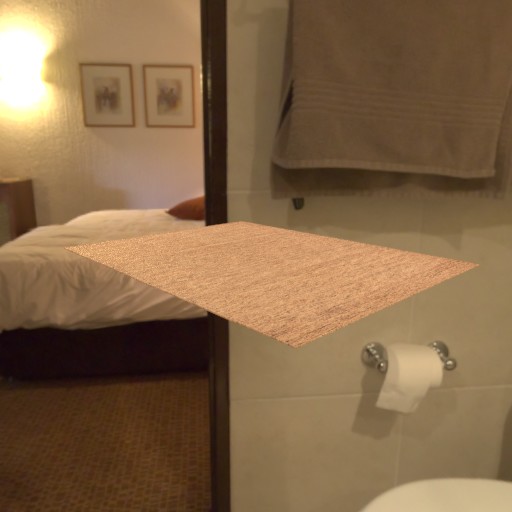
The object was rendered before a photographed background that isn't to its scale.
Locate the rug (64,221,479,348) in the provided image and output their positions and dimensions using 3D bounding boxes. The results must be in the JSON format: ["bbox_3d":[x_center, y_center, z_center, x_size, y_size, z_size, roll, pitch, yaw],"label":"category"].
[{"bbox_3d":[0.000,0.000,4.264,2.448,0.013,3.205,-13,19,-42],"label":"rug"}]
